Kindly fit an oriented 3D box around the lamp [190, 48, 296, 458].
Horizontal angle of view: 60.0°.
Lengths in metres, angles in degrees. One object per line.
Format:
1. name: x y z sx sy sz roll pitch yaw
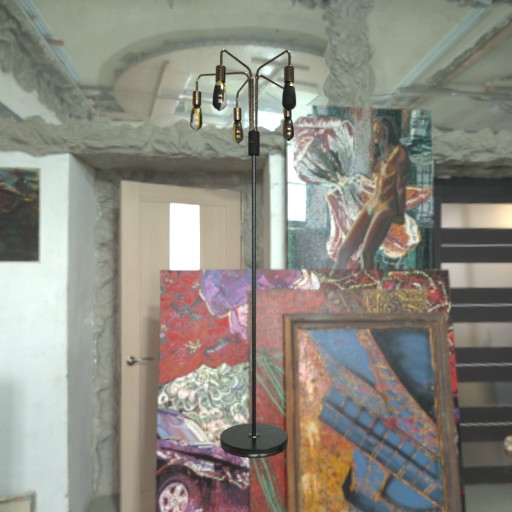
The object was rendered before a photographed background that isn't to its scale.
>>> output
1. lamp: 0.000 0.000 2.048 0.572 1.721 0.599 1 -1 -34
